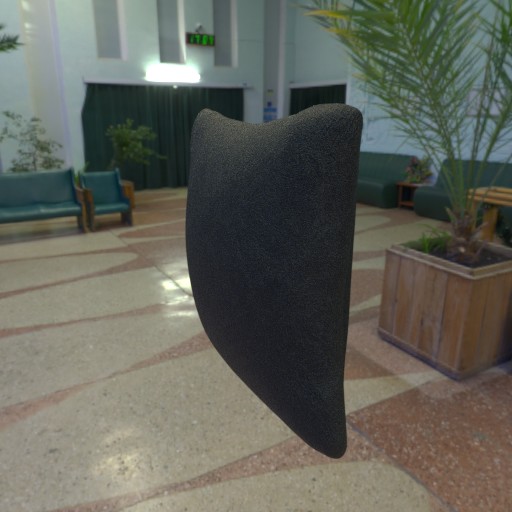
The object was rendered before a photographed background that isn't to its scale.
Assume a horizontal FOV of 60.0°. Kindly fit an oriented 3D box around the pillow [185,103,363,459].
[{"bbox_3d":[0.000,0.000,0.810,0.210,0.523,0.533,-9,19,-26],"label":"pillow"}]
